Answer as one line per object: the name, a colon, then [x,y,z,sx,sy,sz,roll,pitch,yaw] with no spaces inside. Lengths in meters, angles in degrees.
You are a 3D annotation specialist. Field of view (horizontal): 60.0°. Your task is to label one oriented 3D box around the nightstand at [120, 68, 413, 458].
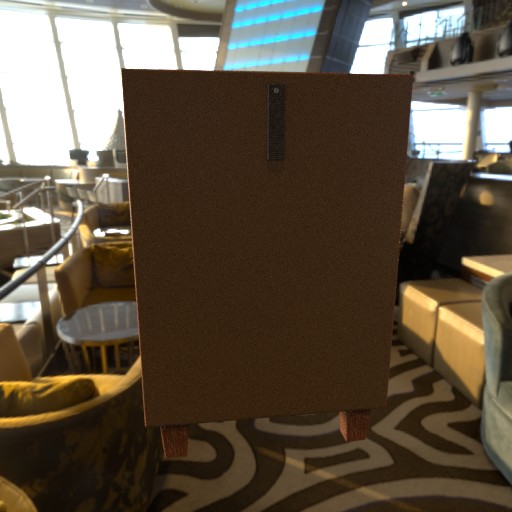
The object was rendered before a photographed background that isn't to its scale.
nightstand: [0.000,0.000,0.969,0.465,0.695,0.410,-2,14,-8]
